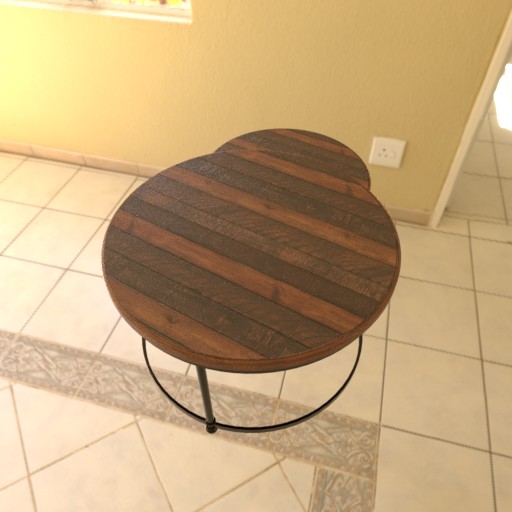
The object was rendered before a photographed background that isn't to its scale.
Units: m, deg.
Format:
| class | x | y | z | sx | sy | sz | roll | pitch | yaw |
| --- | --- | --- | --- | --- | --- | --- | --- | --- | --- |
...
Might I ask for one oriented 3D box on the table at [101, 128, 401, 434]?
| class | x | y | z | sx | sy | sz | roll | pitch | yaw |
| --- | --- | --- | --- | --- | --- | --- | --- | --- | --- |
| table | 0.000 | 0.000 | 1.595 | 0.870 | 0.516 | 1.152 | 4 | 47 | 4 |
